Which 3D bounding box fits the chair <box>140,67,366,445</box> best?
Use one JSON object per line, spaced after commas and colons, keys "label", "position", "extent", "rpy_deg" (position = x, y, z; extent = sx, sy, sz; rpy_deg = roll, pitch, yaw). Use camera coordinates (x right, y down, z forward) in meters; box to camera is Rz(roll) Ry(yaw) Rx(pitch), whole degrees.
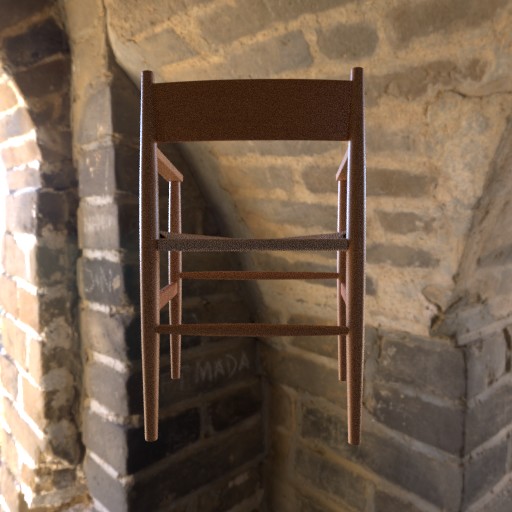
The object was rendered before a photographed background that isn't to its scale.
{"label": "chair", "position": [0.000, 0.000, 1.125], "extent": [0.556, 0.762, 0.495], "rpy_deg": [0, 1, 2]}
